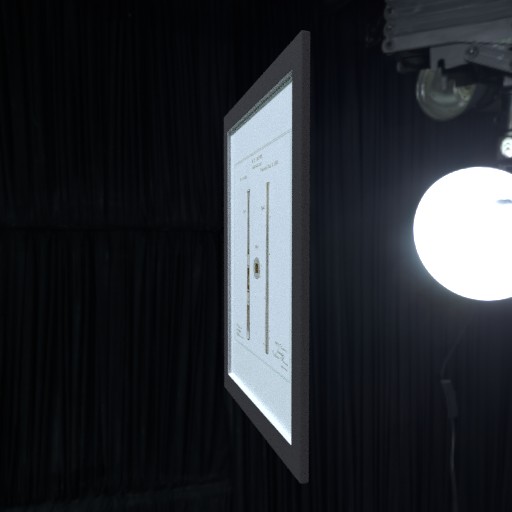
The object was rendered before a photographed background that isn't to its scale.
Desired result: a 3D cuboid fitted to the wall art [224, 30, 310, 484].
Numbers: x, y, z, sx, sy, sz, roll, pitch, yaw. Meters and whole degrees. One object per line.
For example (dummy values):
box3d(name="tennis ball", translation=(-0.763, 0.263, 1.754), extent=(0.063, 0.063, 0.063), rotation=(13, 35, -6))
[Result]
box3d(name="wall art", translation=(0.000, 0.000, 0.695), extent=(0.012, 0.529, 0.374), rotation=(-1, 2, -18))
